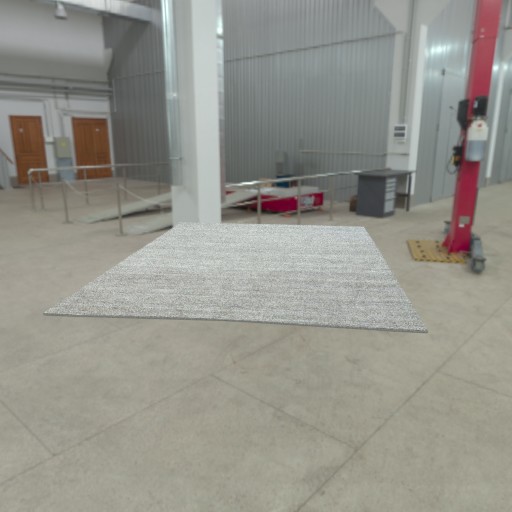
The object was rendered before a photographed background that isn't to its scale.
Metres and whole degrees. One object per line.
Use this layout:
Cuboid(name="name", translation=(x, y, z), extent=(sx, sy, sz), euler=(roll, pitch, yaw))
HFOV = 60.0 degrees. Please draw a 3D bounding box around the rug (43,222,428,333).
Cuboid(name="rug", translation=(0.000, 0.000, 4.284), extent=(2.434, 0.045, 3.202), euler=(2, 15, 6))
